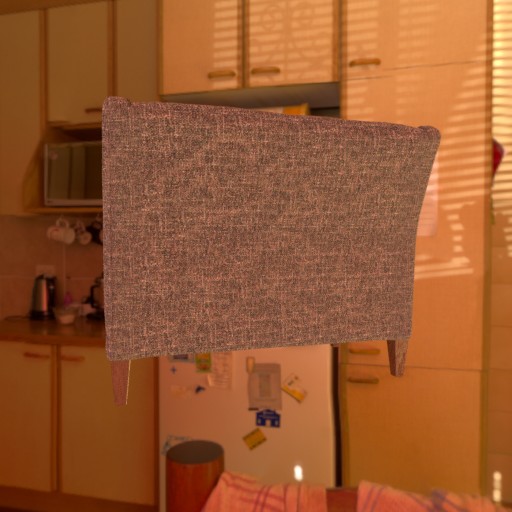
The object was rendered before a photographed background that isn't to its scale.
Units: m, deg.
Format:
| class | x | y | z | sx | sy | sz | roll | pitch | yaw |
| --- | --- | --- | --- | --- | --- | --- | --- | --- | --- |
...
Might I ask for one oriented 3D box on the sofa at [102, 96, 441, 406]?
| class | x | y | z | sx | sy | sz | roll | pitch | yaw |
| --- | --- | --- | --- | --- | --- | --- | --- | --- | --- |
| sofa | 0.000 | 0.000 | 1.920 | 1.242 | 1.021 | 0.870 | 0 | 2 | -17 |
